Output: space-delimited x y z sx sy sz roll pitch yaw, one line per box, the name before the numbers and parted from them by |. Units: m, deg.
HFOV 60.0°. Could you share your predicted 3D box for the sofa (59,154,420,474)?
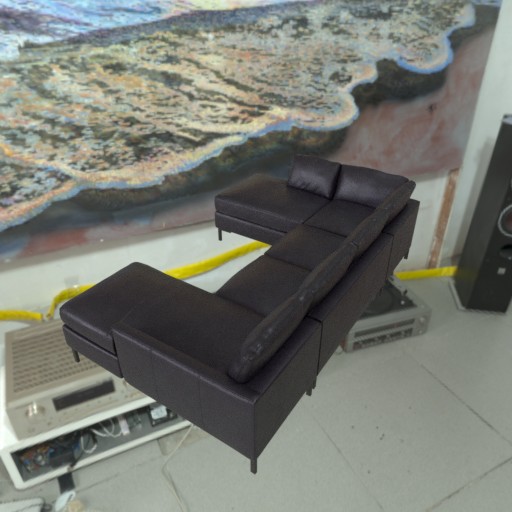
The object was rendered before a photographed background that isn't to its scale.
sofa | 0.000 0.000 3.833 1.939 0.900 2.956 19 37 28
